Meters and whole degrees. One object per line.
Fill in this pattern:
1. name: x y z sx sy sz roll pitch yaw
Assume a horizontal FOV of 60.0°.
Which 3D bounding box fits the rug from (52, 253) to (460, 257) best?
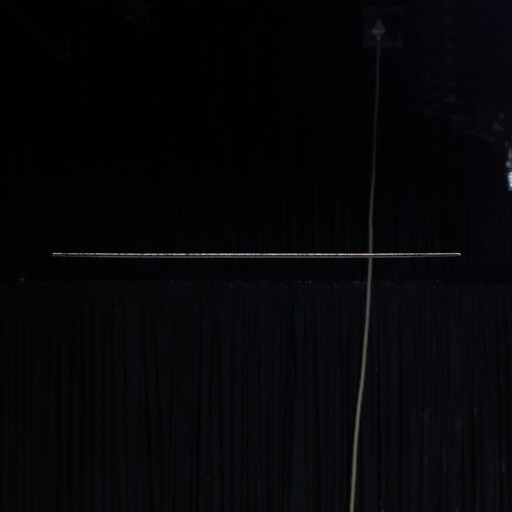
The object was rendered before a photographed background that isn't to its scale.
1. rug: 0.000 0.000 4.202 2.436 0.024 3.226 0 0 0
